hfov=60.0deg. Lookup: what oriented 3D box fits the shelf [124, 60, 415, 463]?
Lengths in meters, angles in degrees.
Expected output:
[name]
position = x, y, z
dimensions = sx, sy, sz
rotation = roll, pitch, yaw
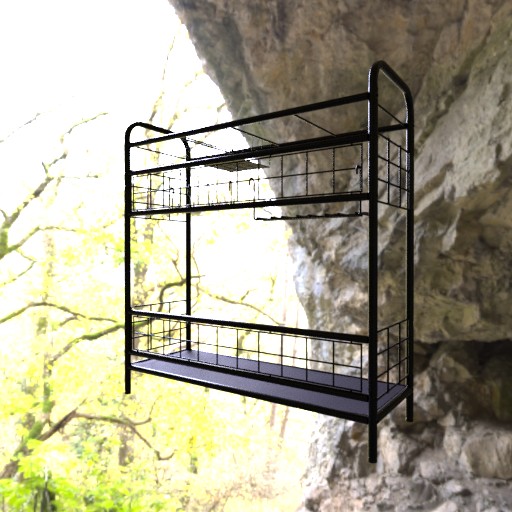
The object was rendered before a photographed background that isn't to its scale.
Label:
[shelf]
position = 0.000, 0.000, 1.509
dimensions = 0.961, 1.026, 0.350
rotation = 0, 1, 35
